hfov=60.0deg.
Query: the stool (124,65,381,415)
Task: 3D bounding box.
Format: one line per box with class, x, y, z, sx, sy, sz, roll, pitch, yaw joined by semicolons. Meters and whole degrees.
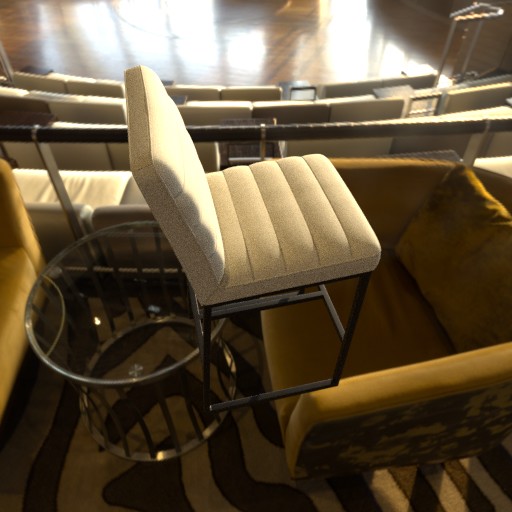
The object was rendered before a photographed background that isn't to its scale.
stool;0.000;0.000;1.341;0.560;1.040;0.460;-10;47;-9
